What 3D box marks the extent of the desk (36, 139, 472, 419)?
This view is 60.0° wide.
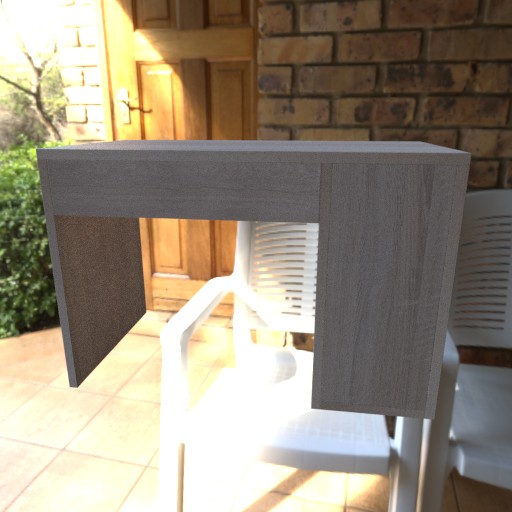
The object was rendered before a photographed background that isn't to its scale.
[{"bbox_3d":[0.000,0.000,1.496,1.100,0.731,0.600,2,17,8],"label":"desk"}]
